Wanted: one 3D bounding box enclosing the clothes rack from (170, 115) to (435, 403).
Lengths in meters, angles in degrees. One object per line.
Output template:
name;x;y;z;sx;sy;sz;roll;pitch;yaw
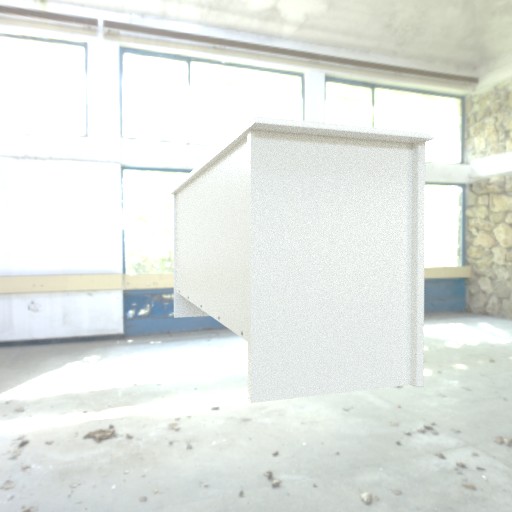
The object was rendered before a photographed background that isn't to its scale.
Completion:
clothes rack;0.000;0.000;1.465;0.405;0.558;1.218;0;1;-18
